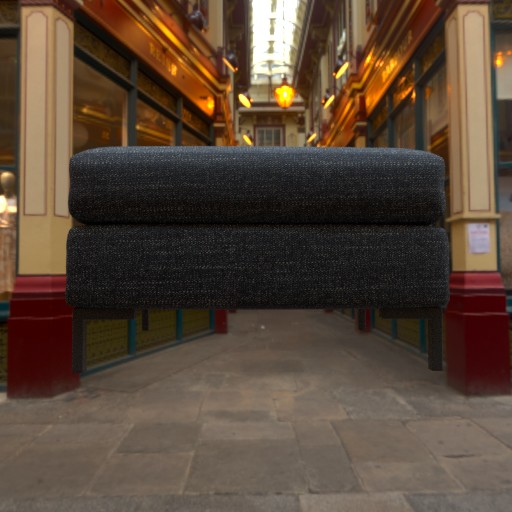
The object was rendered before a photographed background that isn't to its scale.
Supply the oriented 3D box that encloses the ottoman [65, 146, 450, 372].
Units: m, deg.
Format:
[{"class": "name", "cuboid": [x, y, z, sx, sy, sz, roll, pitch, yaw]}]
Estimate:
[{"class": "ottoman", "cuboid": [0.000, 0.000, 1.223, 0.814, 0.491, 0.667, 0, -2, -1]}]
